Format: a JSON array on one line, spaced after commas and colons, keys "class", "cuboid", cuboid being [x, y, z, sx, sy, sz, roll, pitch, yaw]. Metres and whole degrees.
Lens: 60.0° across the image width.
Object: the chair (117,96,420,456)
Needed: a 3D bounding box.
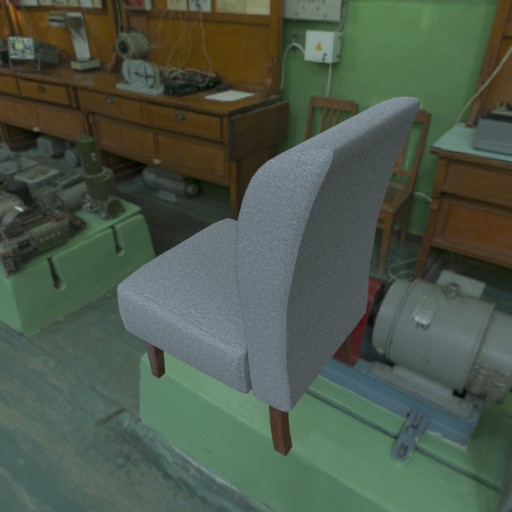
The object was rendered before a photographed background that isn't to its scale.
[{"class": "chair", "cuboid": [0.000, 0.000, 1.169, 0.592, 0.804, 0.513, 19, 37, 28]}]
